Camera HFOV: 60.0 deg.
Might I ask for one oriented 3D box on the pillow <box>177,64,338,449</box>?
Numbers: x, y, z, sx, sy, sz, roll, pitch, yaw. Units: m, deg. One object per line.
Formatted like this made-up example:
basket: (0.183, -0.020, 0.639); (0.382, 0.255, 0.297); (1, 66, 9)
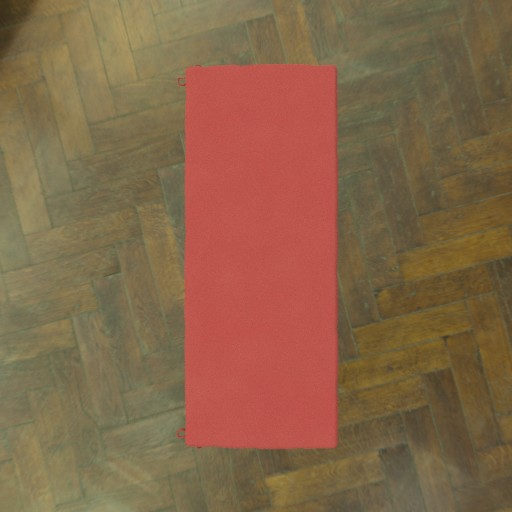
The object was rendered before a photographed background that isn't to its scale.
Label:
pillow: (0.000, 0.000, 1.347); (0.492, 0.081, 1.187); (0, 90, 1)
